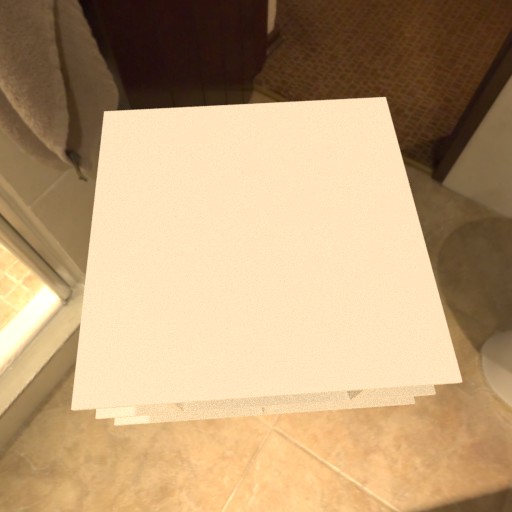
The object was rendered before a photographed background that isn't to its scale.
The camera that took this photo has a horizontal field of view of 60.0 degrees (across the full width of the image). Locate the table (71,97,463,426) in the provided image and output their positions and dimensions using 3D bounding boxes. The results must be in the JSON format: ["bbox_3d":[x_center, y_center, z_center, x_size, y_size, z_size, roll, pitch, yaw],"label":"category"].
[{"bbox_3d":[0.000,0.000,1.074,0.700,0.289,0.700,-4,64,-2],"label":"table"}]
